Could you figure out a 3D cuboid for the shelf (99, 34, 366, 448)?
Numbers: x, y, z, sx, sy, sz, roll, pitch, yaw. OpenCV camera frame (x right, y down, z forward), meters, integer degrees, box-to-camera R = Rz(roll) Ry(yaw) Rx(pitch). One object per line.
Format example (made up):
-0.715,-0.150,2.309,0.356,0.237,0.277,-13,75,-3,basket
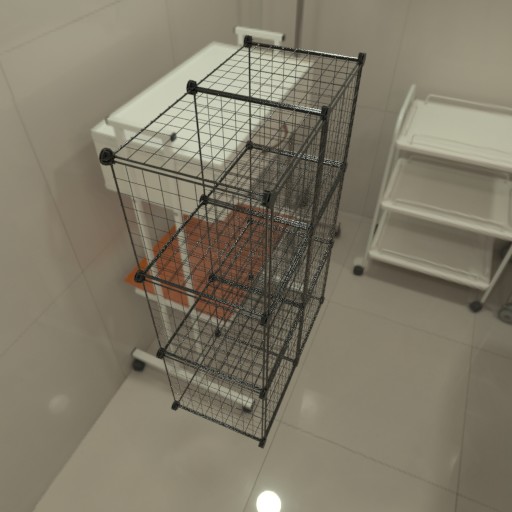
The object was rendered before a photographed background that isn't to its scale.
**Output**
0.000,0.000,1.405,0.356,1.067,0.711,17,47,16,shelf
